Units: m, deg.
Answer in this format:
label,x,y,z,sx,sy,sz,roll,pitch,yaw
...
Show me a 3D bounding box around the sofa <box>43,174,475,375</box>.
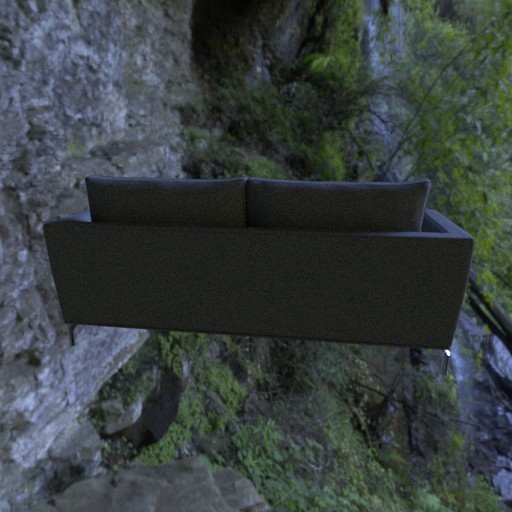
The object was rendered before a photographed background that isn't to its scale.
label,x,y,z,sx,sy,sz,roll,pitch,yaw
sofa,0.000,0.000,2.690,2.212,1.002,0.869,2,16,9
